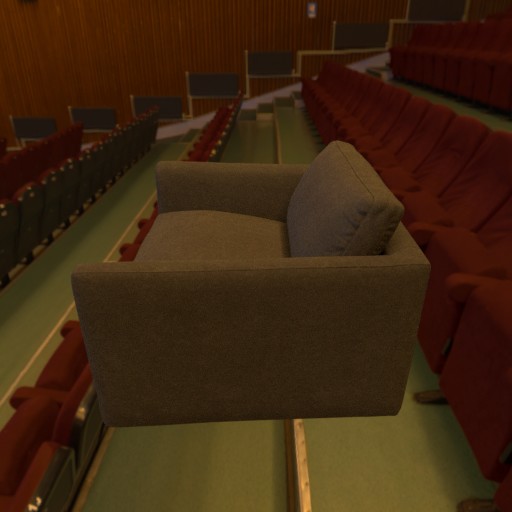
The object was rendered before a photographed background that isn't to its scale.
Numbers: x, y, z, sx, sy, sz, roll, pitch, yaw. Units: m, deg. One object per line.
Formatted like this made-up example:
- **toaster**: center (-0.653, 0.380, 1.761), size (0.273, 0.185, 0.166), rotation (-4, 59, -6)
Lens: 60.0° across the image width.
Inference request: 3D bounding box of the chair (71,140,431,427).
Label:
- **chair**: center (0.000, 0.000, 1.880), size (1.091, 0.845, 1.190), rotation (0, 27, 1)
